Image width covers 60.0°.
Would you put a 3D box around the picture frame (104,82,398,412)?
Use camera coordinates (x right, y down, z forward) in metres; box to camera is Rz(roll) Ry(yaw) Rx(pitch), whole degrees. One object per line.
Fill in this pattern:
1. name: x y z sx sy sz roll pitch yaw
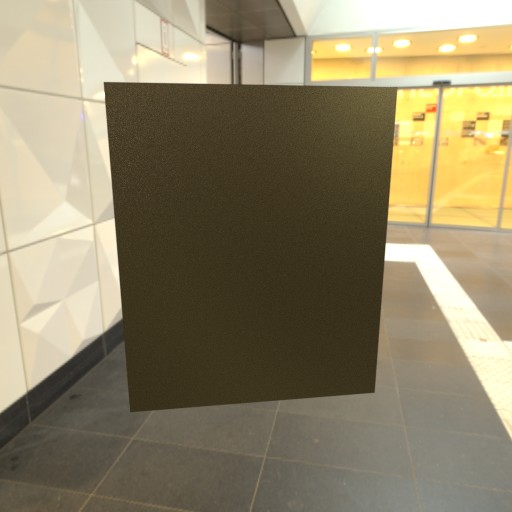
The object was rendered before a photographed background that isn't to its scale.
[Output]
1. picture frame: 0.000 0.000 0.771 0.460 0.556 0.028 -2 15 -8
